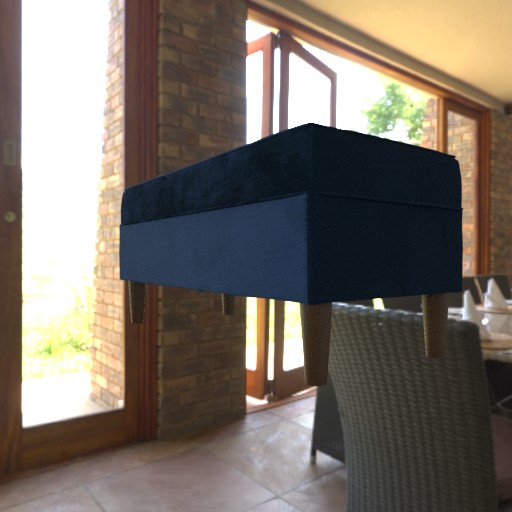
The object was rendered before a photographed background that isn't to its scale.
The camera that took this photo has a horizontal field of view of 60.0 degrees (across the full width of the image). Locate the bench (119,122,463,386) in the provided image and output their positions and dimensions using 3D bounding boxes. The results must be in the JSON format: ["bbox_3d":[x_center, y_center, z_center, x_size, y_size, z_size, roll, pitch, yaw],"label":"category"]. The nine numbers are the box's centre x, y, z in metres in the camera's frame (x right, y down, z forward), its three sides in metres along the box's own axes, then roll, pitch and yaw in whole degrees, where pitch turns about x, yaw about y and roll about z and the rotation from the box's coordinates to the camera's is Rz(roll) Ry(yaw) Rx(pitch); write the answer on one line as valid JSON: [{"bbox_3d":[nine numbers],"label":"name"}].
[{"bbox_3d":[0.000,0.000,1.294,0.489,0.467,1.010,0,0,-35],"label":"bench"}]
